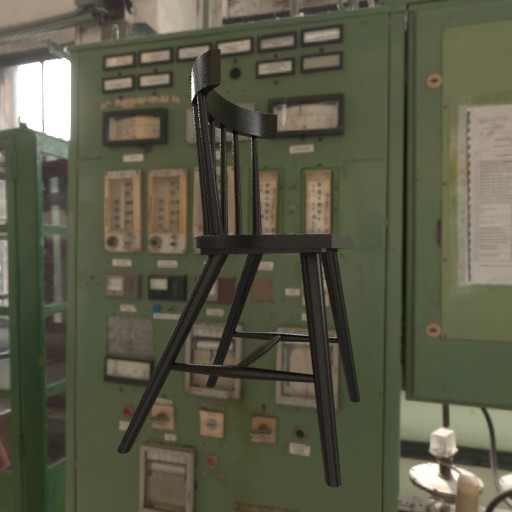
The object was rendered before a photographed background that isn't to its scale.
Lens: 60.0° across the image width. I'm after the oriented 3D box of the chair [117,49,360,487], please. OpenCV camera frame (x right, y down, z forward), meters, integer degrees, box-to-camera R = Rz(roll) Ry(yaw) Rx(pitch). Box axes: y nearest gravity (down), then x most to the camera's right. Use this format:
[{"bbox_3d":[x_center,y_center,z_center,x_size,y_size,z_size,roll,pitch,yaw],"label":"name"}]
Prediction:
[{"bbox_3d":[0.000,0.000,1.119,0.483,0.844,0.506,0,1,17],"label":"chair"}]
